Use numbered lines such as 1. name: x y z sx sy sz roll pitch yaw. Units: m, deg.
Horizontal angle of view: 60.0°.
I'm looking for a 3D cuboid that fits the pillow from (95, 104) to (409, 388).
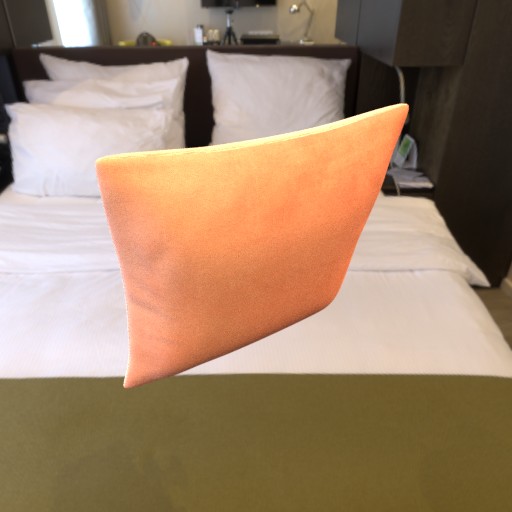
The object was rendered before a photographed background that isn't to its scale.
1. pillow: 0.000 0.000 0.646 0.424 0.401 0.177 -19 36 -28
